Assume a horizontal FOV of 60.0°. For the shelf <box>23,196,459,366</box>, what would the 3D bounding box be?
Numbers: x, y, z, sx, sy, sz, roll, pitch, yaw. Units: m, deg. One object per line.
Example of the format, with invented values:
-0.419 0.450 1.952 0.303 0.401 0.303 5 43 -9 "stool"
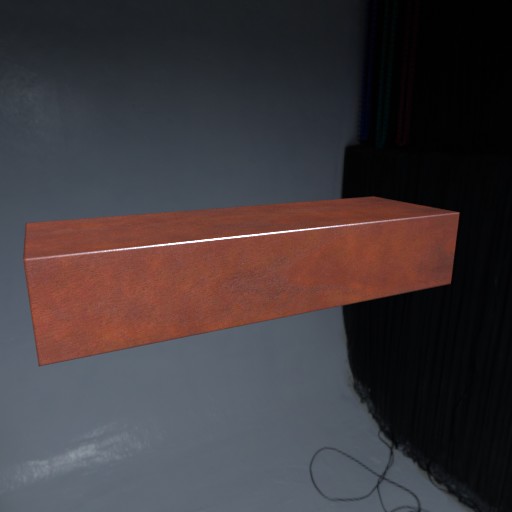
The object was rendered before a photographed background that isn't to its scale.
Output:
0.000 0.000 0.502 0.457 0.088 0.152 -7 17 -25 "shelf"
